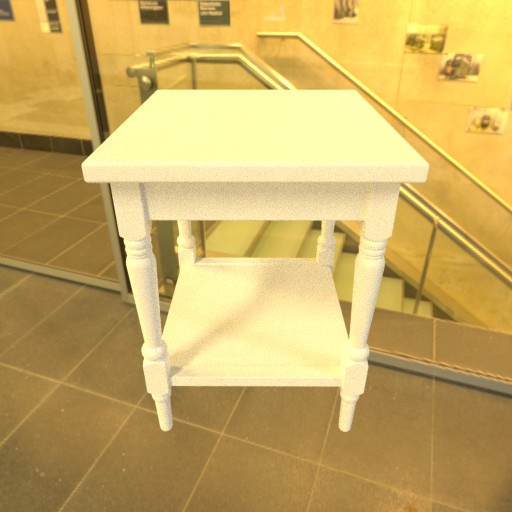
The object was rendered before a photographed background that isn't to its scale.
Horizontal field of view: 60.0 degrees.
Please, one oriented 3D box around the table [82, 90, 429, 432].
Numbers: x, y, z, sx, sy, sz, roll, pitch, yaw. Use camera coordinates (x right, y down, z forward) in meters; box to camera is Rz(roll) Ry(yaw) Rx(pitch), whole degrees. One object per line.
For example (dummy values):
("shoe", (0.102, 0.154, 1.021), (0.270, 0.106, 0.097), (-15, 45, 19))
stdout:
("table", (0.000, 0.000, 0.913), (0.442, 0.565, 0.488), (0, 31, 0))
